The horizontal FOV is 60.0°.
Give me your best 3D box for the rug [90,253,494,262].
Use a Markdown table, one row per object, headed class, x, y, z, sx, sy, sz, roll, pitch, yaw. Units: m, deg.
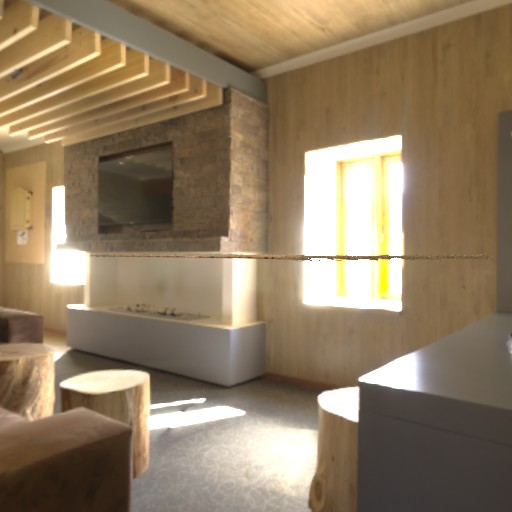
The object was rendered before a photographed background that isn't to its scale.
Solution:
| class | x | y | z | sx | sy | sz | roll | pitch | yaw |
| --- | --- | --- | --- | --- | --- | --- | --- | --- | --- |
| rug | 0.000 | 0.000 | 2.461 | 1.224 | 0.028 | 2.023 | 0 | 0 | -37 |
